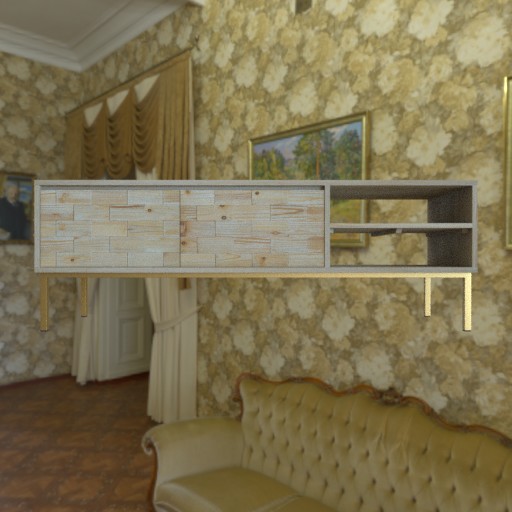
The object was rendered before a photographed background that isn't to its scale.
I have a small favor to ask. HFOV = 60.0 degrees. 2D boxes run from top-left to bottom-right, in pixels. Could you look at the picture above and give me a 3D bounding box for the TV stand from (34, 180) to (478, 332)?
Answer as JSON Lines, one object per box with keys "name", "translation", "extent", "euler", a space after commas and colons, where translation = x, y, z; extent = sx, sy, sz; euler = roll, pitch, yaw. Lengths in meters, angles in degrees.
{"name": "TV stand", "translation": [0.000, 0.000, 1.811], "extent": [1.600, 0.550, 0.420], "euler": [0, 0, 0]}
